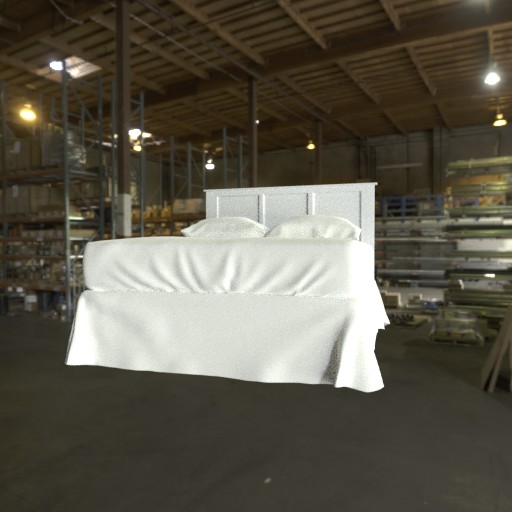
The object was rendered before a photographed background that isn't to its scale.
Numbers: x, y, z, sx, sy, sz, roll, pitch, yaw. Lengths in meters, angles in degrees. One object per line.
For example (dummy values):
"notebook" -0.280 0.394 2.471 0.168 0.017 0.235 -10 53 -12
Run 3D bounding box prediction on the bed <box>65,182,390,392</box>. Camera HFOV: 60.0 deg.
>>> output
"bed" 0.000 0.000 3.241 1.876 1.269 2.047 0 1 17
